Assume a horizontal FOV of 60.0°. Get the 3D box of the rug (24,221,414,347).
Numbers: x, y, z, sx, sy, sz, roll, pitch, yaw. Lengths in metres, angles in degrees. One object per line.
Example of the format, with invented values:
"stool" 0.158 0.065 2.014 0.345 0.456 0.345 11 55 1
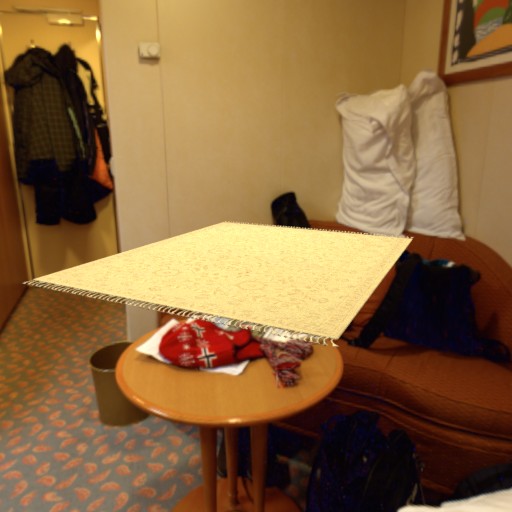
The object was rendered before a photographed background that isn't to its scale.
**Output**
"rug" 0.000 0.000 4.100 2.444 0.013 3.043 7 16 26
